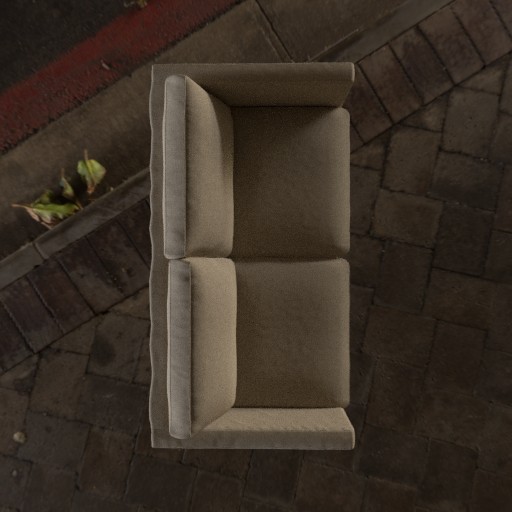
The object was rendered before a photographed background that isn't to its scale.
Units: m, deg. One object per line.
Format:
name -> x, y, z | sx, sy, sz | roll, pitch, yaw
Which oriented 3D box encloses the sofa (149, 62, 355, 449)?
sofa -> 0.000, 0.000, 2.269 | 0.956, 0.828, 1.766 | 0, 90, 1
